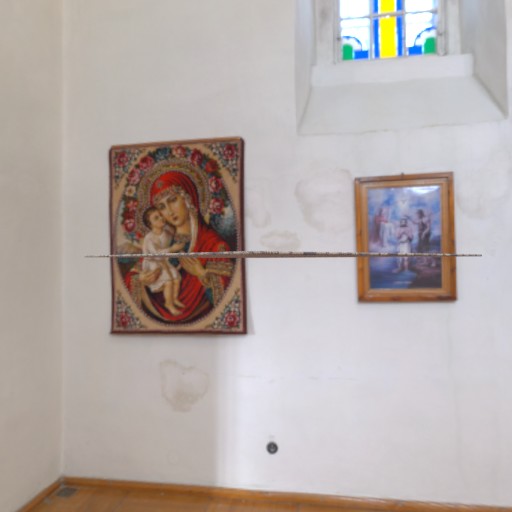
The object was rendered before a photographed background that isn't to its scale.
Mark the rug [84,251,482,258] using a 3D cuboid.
[{"bbox_3d":[0.000,0.000,3.040,1.676,0.013,2.261,0,-1,-36],"label":"rug"}]
